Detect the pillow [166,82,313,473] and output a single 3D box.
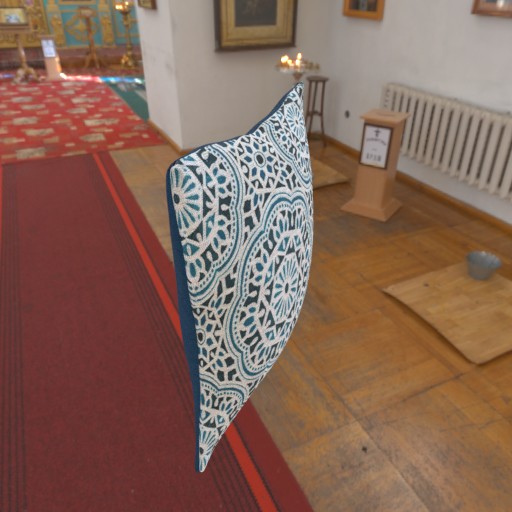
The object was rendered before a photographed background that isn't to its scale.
[{"bbox_3d":[0.000,0.000,0.649,0.145,0.420,0.440,10,32,17],"label":"pillow"}]
